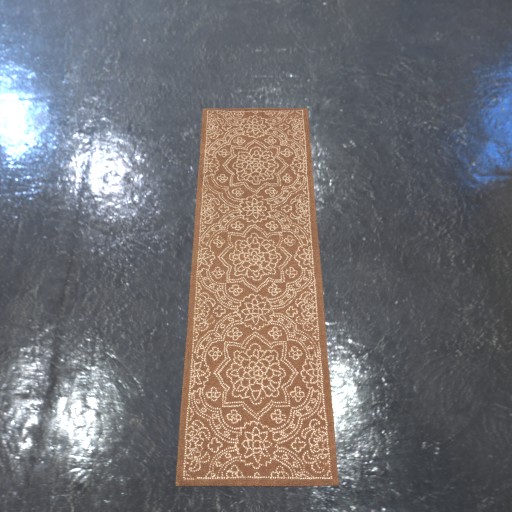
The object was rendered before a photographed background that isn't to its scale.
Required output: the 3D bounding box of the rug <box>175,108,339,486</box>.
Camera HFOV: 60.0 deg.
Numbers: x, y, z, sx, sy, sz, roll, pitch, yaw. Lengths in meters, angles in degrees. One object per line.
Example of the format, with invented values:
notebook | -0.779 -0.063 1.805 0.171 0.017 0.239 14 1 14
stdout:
rug | 0.000 0.000 2.651 0.769 0.012 2.448 0 62 0
